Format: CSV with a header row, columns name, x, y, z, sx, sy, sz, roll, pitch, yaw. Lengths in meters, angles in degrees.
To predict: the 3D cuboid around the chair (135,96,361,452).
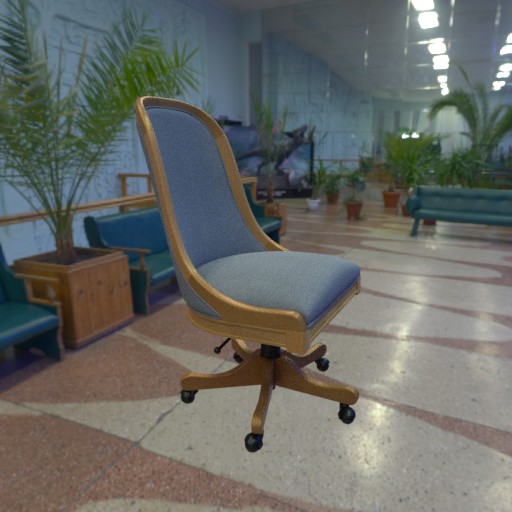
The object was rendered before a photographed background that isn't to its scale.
name,x,y,z,sx,sy,sz,roll,pitch,yaw
chair,0.000,0.000,1.478,0.735,1.031,0.605,7,16,26
